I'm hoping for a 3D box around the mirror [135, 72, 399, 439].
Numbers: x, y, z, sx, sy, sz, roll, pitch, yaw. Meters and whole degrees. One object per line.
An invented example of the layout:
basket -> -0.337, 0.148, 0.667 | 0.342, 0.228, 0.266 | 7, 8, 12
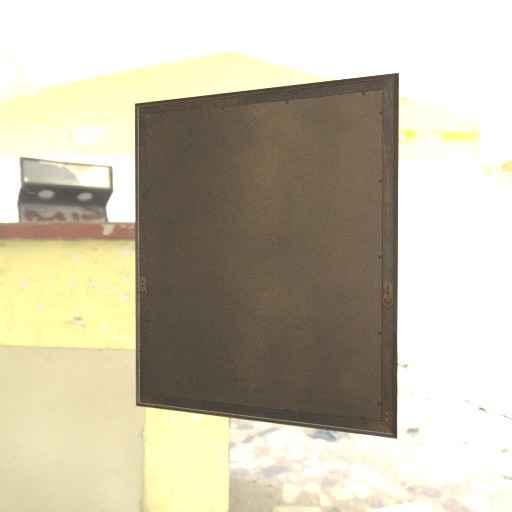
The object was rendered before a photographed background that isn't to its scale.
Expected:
mirror -> 0.000, 0.000, 1.194 | 0.730, 0.882, 0.032 | 0, 1, 18
